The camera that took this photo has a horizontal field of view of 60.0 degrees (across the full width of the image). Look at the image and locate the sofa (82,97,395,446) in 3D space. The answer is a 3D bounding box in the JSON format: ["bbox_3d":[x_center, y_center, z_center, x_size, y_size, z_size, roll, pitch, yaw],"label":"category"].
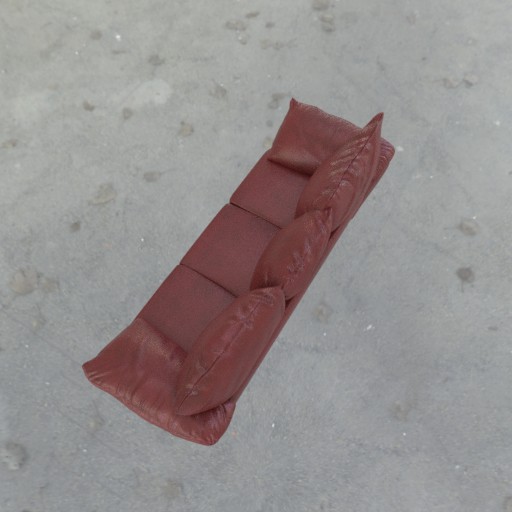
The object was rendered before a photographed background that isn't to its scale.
[{"bbox_3d":[0.000,0.000,2.918,0.907,1.091,2.390,29,67,14],"label":"sofa"}]
